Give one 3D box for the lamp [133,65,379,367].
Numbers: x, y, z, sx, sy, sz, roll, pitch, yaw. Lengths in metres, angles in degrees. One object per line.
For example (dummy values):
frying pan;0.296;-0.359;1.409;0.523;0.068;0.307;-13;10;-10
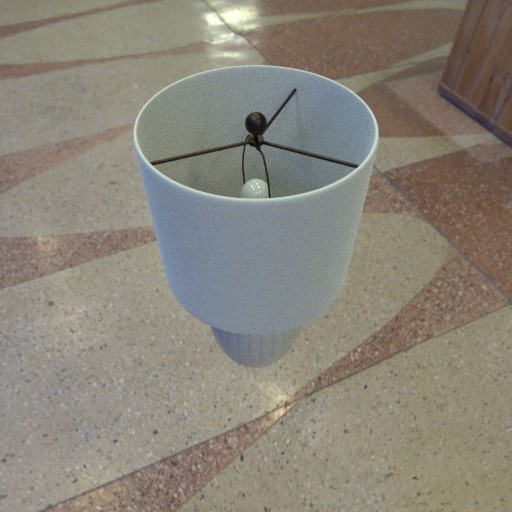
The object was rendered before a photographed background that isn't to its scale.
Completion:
lamp;0.000;0.000;0.801;0.328;0.570;0.328;0;48;0
